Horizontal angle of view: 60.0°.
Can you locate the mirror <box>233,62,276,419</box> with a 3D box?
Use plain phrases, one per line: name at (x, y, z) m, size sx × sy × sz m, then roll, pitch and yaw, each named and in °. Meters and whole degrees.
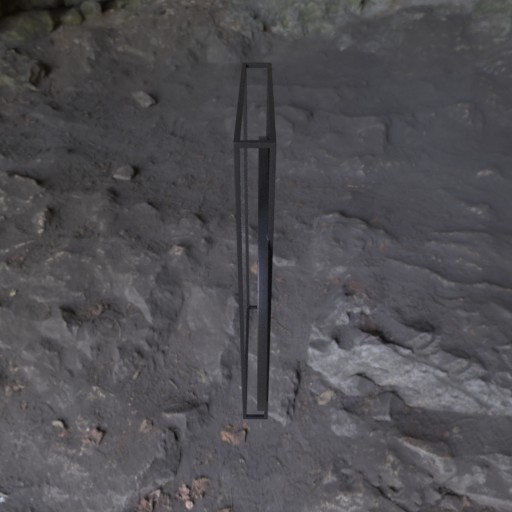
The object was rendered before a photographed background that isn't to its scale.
mirror at (0.000, 0.000, 0.832) m, size 0.051 × 0.603 × 0.508 m, roll 0°, pitch 39°, yaw 0°
